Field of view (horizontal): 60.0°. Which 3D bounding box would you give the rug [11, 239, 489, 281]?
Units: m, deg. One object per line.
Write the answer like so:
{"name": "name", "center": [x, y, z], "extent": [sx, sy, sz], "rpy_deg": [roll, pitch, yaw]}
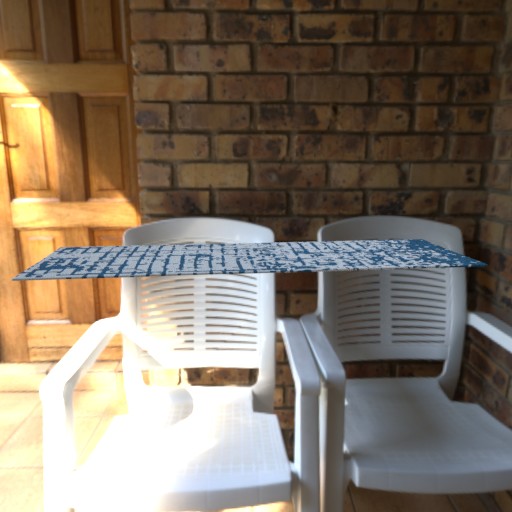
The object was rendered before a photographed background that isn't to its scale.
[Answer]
{"name": "rug", "center": [0.000, 0.000, 2.609], "extent": [2.435, 0.011, 0.750], "rpy_deg": [-1, 13, -6]}
